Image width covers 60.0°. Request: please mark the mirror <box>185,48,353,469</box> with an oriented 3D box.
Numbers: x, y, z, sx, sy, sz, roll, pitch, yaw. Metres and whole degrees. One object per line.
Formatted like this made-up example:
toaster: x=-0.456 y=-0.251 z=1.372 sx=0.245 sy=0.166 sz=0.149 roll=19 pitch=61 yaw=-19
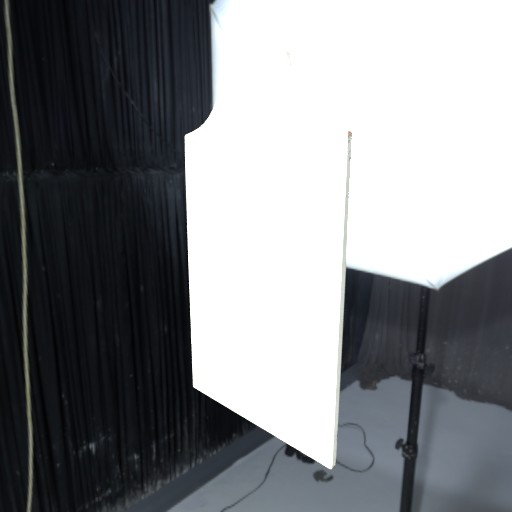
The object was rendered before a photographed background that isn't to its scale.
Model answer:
mirror: x=0.000 y=0.000 z=0.854 sx=0.403 sy=0.717 sz=0.022 roll=13 pitch=19 yaw=43
